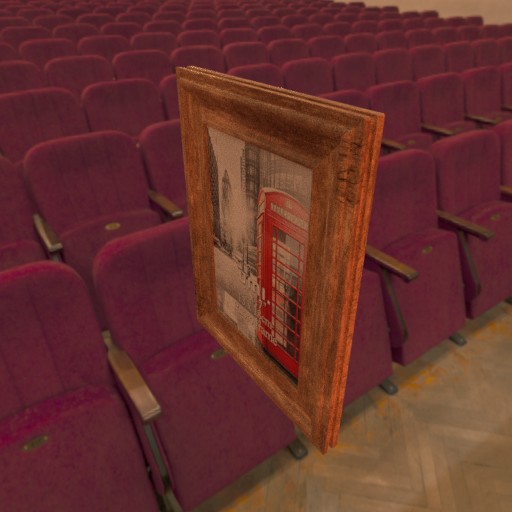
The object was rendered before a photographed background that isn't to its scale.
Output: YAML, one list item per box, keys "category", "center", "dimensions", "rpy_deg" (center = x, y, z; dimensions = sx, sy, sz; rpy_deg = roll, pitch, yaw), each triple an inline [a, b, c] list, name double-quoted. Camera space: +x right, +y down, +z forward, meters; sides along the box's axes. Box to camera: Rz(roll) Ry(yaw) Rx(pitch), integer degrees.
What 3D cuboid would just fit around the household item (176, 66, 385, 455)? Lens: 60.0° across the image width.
- category: "household item"
  center: [0.000, 0.000, 0.324]
  dimensions: [0.018, 0.237, 0.186]
  rpy_deg: [-20, 36, -30]
